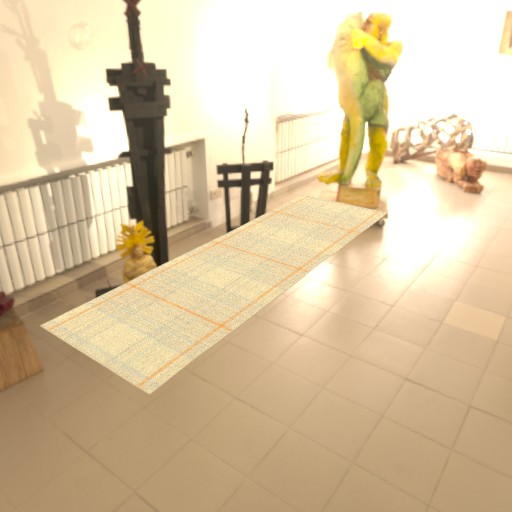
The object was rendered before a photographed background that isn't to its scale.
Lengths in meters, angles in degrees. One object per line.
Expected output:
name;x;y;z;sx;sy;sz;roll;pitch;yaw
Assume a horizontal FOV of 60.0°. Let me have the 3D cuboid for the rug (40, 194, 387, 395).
rug;0.000;0.000;2.795;0.770;0.016;2.442;18;31;32
